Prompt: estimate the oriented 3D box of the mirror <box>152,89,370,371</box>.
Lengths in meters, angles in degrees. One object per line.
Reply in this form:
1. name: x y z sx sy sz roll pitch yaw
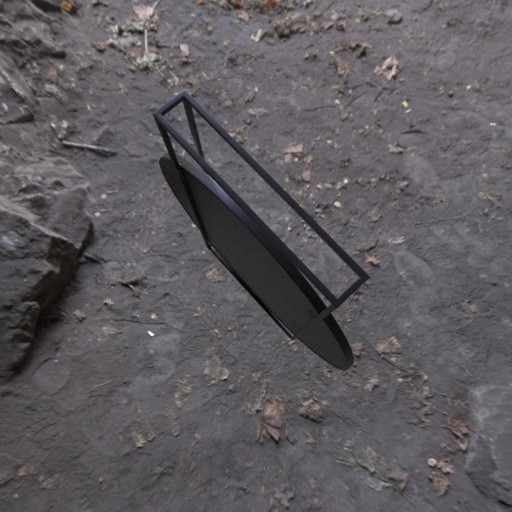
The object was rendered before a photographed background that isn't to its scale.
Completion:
1. mirror: 0.000 0.000 0.798 0.051 0.603 0.508 -41 79 -9
